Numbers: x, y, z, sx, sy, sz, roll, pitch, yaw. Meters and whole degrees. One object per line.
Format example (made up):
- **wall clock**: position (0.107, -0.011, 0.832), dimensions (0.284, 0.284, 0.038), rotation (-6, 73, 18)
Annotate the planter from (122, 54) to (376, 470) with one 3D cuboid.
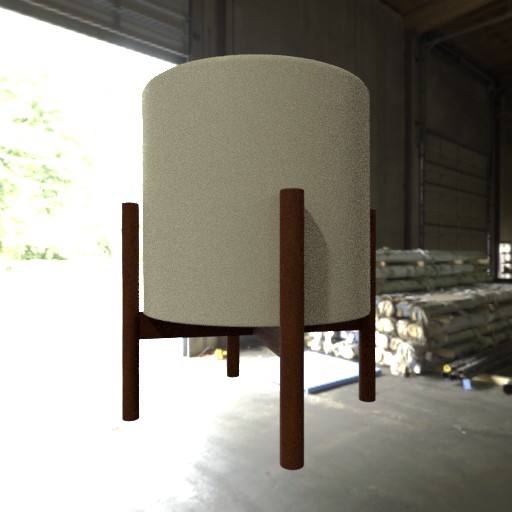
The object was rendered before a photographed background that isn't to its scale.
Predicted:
- **planter**: position (0.000, 0.000, 0.843), dimensions (0.420, 0.581, 0.421), rotation (0, 0, 35)
